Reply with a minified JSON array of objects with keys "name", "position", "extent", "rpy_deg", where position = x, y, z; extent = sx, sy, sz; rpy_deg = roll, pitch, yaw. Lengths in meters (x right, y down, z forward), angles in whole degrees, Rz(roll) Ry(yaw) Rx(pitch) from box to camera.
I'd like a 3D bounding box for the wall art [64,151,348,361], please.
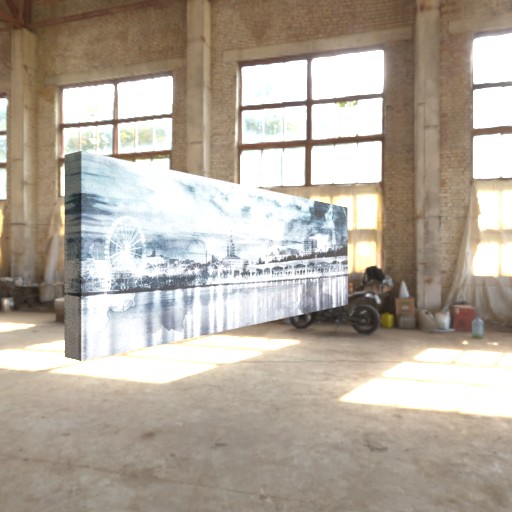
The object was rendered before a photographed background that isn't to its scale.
[{"name":"wall art","position":[0.000,0.000,0.845],"extent":[0.037,0.251,0.759],"rpy_deg":[0,0,36]}]
